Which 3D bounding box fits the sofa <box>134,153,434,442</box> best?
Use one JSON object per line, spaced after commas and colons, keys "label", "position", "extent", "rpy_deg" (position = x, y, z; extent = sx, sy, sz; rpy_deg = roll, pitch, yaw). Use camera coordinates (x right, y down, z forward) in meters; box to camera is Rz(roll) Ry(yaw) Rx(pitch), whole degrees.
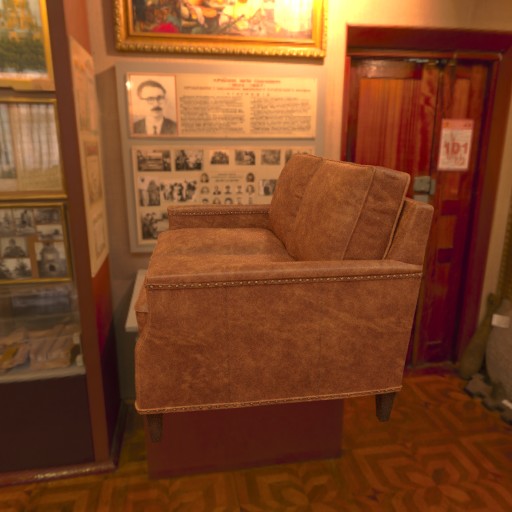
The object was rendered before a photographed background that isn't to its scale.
{"label": "sofa", "position": [0.000, 0.000, 2.287], "extent": [1.084, 1.003, 1.597], "rpy_deg": [-2, 15, -8]}
